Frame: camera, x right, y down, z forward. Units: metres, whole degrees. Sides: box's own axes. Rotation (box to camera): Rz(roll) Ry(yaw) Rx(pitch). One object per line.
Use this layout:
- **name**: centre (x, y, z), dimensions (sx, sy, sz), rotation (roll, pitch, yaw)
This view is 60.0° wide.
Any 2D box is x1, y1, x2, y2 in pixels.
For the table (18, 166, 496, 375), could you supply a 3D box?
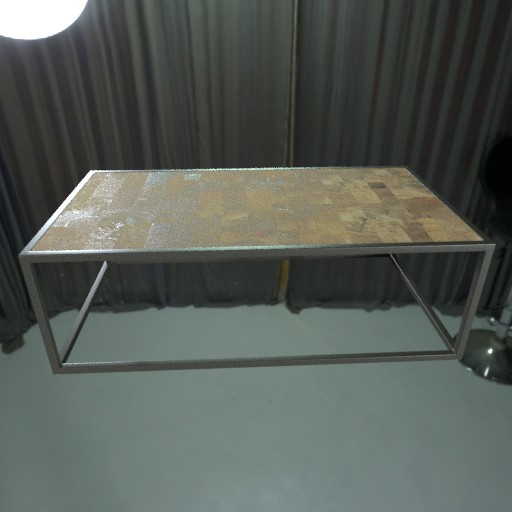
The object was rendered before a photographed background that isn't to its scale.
- **table**: centre (0.000, 0.000, 1.487), dimensions (1.199, 0.398, 0.649), rotation (-1, 29, -3)
